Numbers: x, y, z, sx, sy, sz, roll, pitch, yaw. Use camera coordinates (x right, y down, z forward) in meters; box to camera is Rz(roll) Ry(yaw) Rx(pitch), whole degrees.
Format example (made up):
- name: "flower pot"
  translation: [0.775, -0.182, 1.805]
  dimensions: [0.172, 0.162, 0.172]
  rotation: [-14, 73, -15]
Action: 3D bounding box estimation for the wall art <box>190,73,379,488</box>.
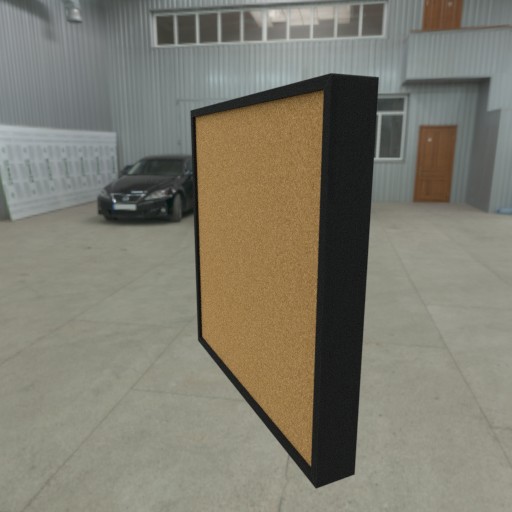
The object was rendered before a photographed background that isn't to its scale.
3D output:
- name: "wall art"
  translation: [0.000, 0.000, 0.454]
  dimensions: [0.037, 0.305, 0.305]
  rotation: [-6, 15, -24]
